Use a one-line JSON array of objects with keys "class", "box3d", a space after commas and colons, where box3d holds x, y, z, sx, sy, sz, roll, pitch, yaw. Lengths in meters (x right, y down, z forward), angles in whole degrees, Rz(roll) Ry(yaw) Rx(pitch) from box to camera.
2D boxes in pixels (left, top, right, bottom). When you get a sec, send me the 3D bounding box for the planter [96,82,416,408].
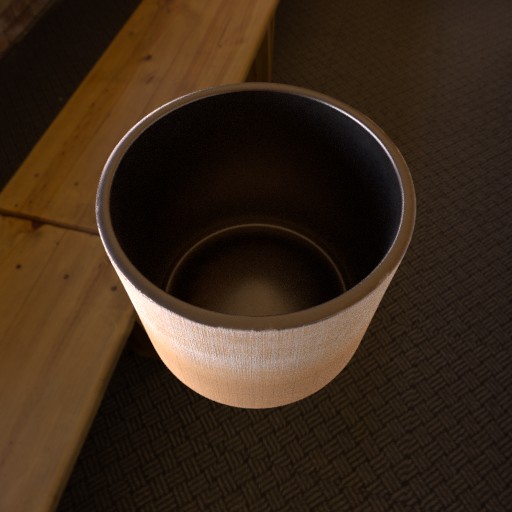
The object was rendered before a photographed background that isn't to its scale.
[{"class": "planter", "box3d": [0.000, 0.000, 0.442, 0.254, 0.221, 0.254, 0, 58, 0]}]
